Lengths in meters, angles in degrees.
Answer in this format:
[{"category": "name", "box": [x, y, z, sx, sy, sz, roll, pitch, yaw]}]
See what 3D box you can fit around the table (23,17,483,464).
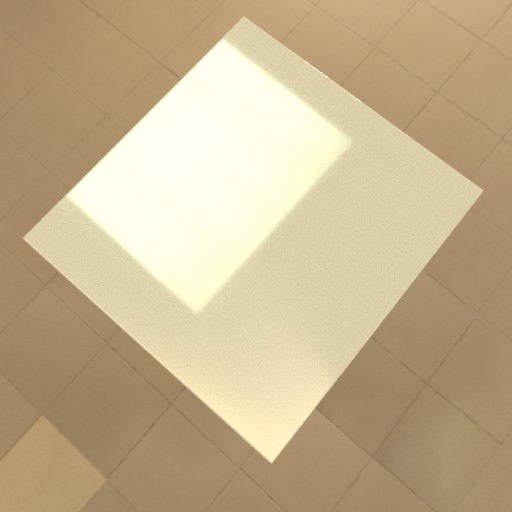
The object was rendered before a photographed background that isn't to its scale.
[{"category": "table", "box": [0.000, 0.000, 0.783, 0.400, 0.470, 0.420, 39, 80, 8]}]
